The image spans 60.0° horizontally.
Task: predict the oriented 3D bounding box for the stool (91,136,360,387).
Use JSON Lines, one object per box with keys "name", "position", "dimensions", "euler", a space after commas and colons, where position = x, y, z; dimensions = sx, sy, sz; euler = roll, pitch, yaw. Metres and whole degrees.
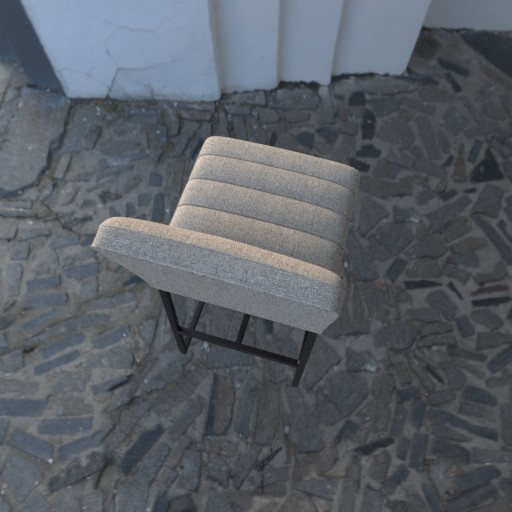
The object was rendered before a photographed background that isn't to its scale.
{"name": "stool", "position": [0.000, 0.000, 1.267], "dimensions": [0.460, 0.940, 0.560], "euler": [15, 64, 7]}
